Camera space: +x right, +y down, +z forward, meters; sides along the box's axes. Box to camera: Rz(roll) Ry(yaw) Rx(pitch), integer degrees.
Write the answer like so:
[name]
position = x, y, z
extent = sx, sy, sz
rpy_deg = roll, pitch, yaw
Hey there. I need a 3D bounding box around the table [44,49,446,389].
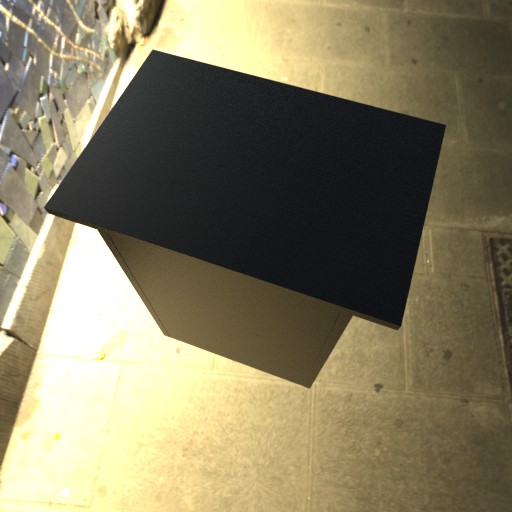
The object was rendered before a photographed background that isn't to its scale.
[table]
position = 0.000, 0.000, 1.081
extent = 0.589, 0.711, 0.408
rpy_deg = 18, 65, 9
